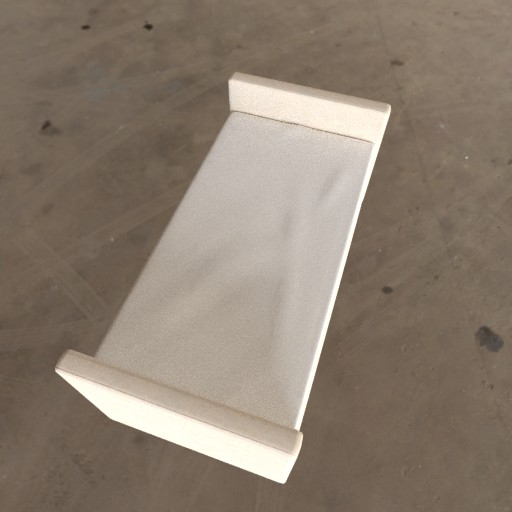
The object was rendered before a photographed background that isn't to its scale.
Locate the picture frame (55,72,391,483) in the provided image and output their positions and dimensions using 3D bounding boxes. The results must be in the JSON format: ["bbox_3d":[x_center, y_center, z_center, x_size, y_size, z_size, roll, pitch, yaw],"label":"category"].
[{"bbox_3d":[0.000,0.000,2.679,1.069,0.891,2.161,16,58,10],"label":"picture frame"}]
